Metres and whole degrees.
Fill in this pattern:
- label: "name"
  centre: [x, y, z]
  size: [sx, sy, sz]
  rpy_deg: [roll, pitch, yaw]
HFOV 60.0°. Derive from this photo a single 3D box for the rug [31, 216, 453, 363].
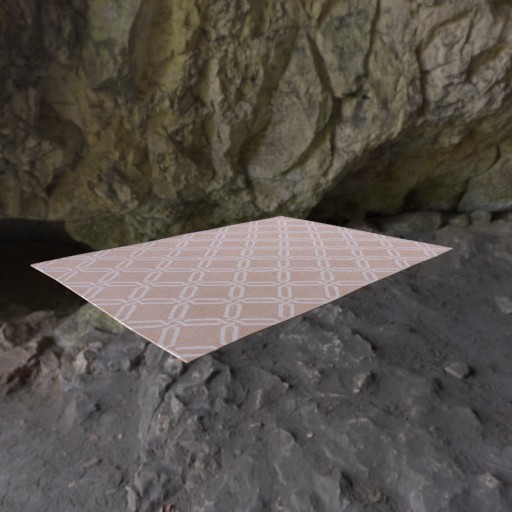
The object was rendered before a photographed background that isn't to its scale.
- label: "rug"
  centre: [0.000, 0.000, 4.296]
  size: [3.365, 0.020, 2.452]
  rpy_deg: [-15, 22, -42]
